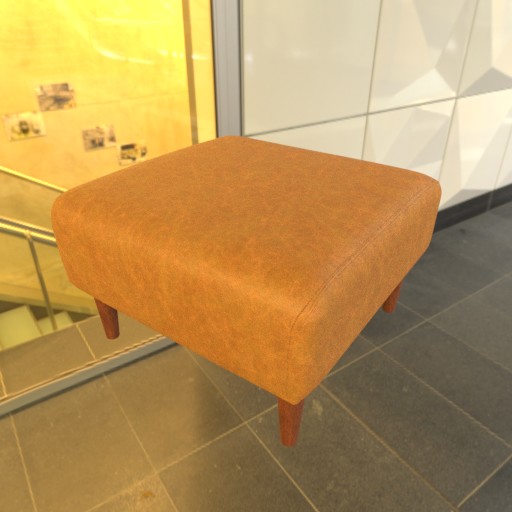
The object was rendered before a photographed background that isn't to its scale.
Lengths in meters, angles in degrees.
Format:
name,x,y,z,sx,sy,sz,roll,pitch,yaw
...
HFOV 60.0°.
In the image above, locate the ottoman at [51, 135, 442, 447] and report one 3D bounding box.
name,x,y,z,sx,sy,sz,roll,pitch,yaw
ottoman,0.000,0.000,1.056,0.650,0.399,0.650,20,36,30
